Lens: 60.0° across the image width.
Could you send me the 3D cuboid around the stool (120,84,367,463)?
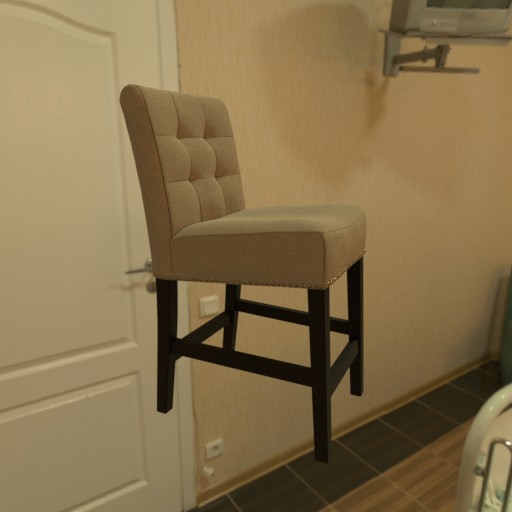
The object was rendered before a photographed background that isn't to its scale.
[{"bbox_3d":[0.000,0.000,1.234,0.571,0.885,0.427,7,16,26],"label":"stool"}]
